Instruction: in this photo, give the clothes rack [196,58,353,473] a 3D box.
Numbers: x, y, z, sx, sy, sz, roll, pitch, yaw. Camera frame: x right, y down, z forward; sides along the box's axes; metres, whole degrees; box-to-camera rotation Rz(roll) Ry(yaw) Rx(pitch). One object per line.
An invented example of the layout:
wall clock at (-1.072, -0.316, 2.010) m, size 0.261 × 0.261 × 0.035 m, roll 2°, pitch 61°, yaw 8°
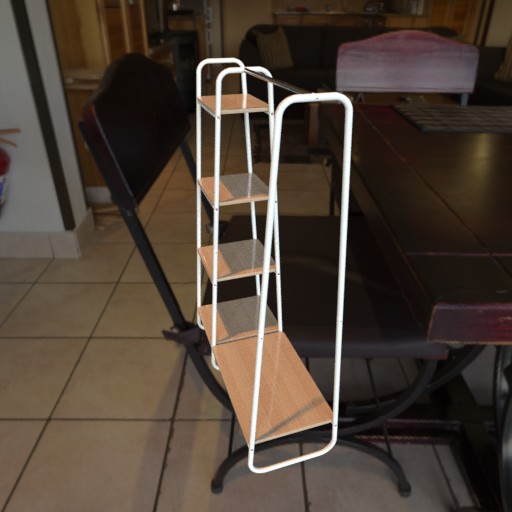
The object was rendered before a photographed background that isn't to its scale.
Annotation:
clothes rack at (0.000, 0.000, 1.937) m, size 0.400 × 1.500 × 1.011 m, roll -9°, pitch 31°, yaw -16°
